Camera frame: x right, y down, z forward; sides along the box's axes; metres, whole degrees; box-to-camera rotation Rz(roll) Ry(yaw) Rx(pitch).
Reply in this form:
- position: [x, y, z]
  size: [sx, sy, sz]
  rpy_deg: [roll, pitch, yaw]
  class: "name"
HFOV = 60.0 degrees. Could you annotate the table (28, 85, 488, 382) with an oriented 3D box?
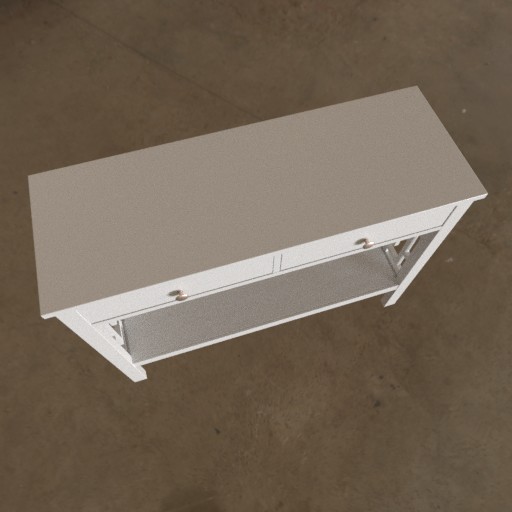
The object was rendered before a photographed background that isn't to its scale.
- position: [0.000, 0.000, 1.424]
  size: [1.068, 0.753, 0.397]
  rpy_deg: [-15, 64, -8]
  class: "table"
